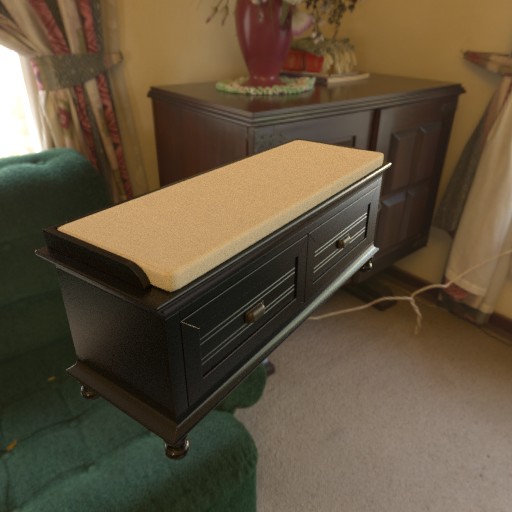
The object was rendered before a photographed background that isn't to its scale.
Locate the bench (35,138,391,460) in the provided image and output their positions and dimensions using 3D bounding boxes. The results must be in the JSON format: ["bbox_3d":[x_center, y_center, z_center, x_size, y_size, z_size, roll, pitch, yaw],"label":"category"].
[{"bbox_3d":[0.000,0.000,1.432,0.402,0.501,1.185,18,33,31],"label":"bench"}]
